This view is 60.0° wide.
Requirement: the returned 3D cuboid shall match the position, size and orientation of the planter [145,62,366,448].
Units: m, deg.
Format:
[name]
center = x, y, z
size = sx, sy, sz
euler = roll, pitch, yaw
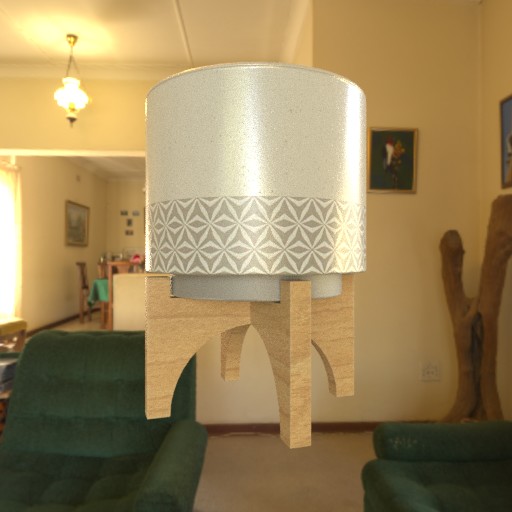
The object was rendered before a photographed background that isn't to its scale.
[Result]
[planter]
center = 0.000, 0.000, 0.514
size = 0.249, 0.343, 0.249
euler = 0, 0, 0
